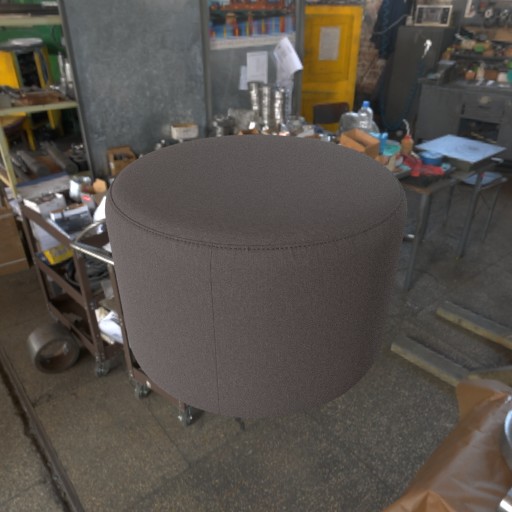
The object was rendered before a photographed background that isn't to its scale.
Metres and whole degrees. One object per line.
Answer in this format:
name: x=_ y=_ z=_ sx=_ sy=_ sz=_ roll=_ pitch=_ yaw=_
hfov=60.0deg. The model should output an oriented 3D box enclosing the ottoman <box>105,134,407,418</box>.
ottoman: x=0.000 y=0.000 z=1.002 sx=0.608 sy=0.433 sz=0.608 roll=0 pitch=31 yaw=0
